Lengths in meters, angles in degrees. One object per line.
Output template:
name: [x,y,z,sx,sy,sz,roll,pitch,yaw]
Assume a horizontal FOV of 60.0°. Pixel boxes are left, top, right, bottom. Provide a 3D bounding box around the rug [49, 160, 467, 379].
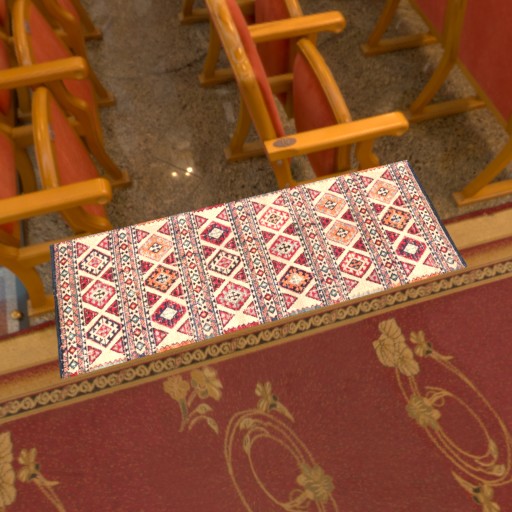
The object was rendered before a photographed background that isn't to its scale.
rug: [0.000,0.000,2.642,2.362,0.008,0.832,-14,64,-7]
